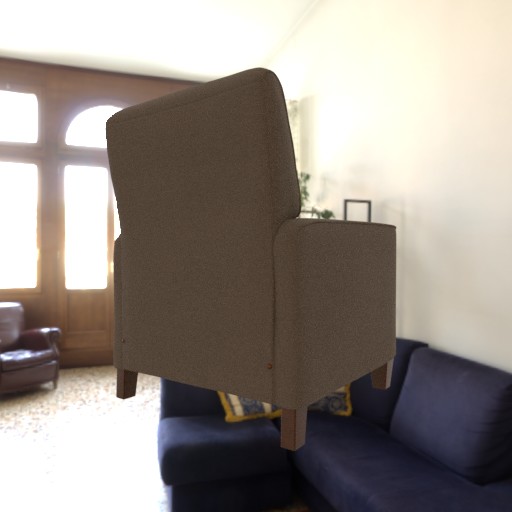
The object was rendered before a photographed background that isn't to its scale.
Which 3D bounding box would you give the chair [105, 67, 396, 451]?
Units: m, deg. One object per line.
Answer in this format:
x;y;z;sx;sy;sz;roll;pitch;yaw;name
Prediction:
0.000;0.000;1.652;0.845;1.023;0.859;0;0;36;chair
